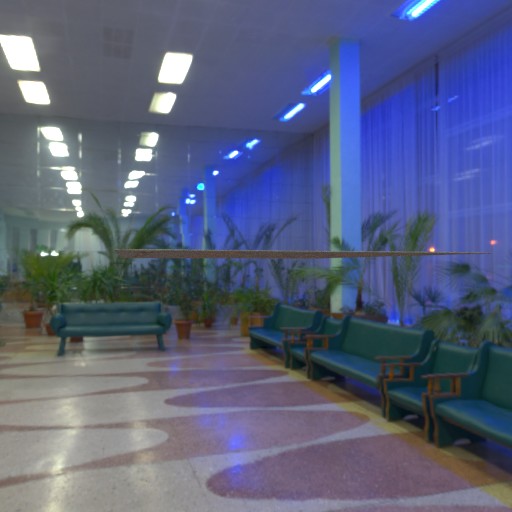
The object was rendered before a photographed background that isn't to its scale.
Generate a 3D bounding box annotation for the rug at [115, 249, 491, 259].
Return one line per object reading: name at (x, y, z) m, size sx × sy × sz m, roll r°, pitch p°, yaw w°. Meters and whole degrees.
rug at (0.000, 0.000, 4.104) m, size 2.425 × 0.008 × 3.035 m, roll 0°, pitch -1°, yaw -16°
